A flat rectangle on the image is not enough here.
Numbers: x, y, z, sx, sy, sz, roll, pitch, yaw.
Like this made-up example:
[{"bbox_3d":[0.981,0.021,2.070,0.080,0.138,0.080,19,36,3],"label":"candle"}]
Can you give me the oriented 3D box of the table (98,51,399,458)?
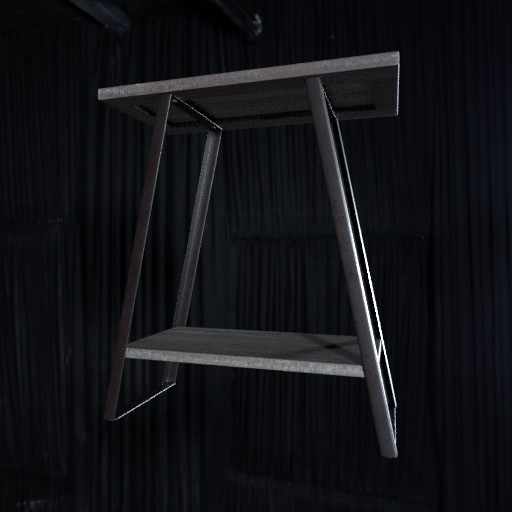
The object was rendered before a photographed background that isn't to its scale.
[{"bbox_3d":[0.000,0.000,0.986,0.599,0.701,0.300,0,1,17],"label":"table"}]
